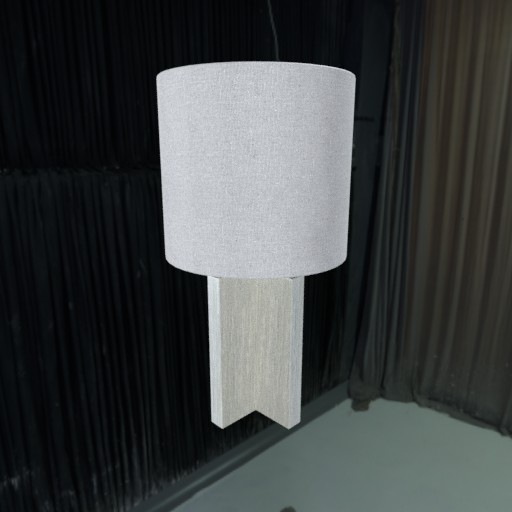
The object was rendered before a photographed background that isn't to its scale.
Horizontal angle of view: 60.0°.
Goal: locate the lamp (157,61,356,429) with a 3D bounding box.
[{"bbox_3d":[0.000,0.000,0.572,0.229,0.428,0.229,-14,19,-43],"label":"lamp"}]
